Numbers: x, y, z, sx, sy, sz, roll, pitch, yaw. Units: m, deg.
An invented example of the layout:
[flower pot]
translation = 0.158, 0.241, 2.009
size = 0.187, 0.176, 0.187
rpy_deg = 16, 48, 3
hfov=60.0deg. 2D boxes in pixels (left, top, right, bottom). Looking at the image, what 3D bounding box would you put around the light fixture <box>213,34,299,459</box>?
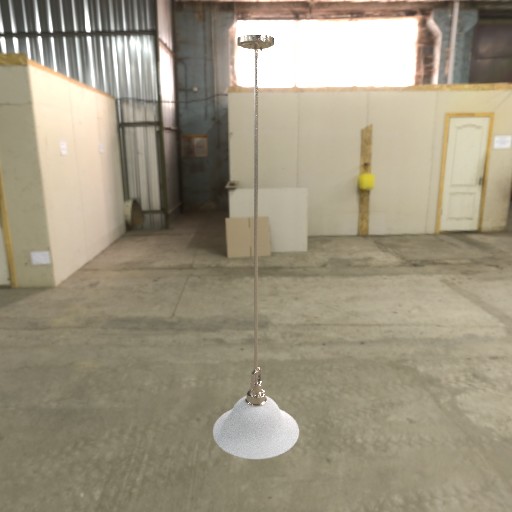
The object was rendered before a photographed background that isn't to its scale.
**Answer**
[light fixture]
translation = 0.000, 0.000, 1.503
size = 0.324, 1.354, 0.324
rpy_deg = 7, 16, 26
